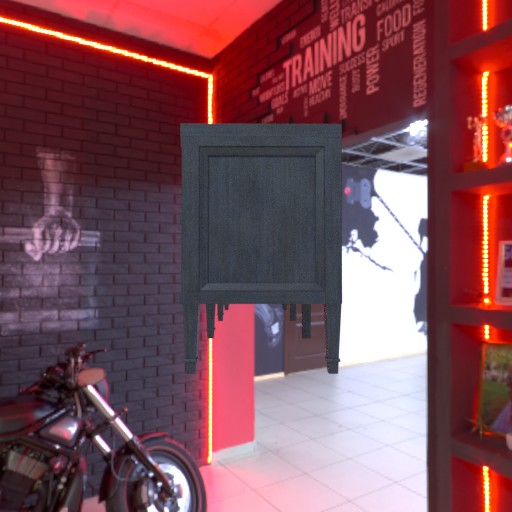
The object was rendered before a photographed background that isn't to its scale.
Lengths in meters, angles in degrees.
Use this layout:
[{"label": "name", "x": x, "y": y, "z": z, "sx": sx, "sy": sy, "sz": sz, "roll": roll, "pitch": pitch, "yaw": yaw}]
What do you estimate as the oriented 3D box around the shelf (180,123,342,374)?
[{"label": "shelf", "x": 0.000, "y": 0.000, "z": 2.200, "sx": 0.471, "sy": 0.715, "sz": 1.878, "roll": 0, "pitch": -1, "yaw": -1}]
